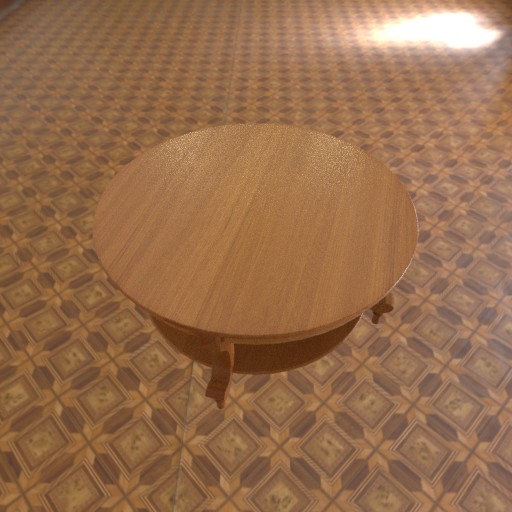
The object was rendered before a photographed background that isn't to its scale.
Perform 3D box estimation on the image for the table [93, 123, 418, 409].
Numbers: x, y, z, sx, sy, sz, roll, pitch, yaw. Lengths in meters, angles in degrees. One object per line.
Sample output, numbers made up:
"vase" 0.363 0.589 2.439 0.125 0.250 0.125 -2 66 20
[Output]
"table" 0.000 0.000 1.609 1.029 0.490 1.029 0 46 0
